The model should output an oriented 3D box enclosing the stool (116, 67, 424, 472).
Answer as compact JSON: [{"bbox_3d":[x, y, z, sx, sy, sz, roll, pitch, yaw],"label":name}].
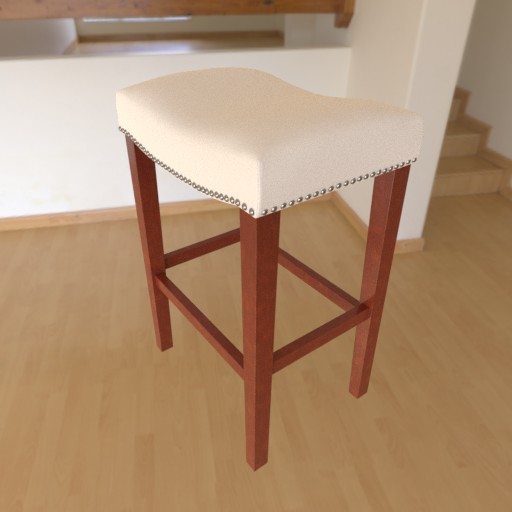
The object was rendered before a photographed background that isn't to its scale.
[{"bbox_3d":[0.000,0.000,1.020,0.372,0.742,0.504,-22,39,-30],"label":"stool"}]
